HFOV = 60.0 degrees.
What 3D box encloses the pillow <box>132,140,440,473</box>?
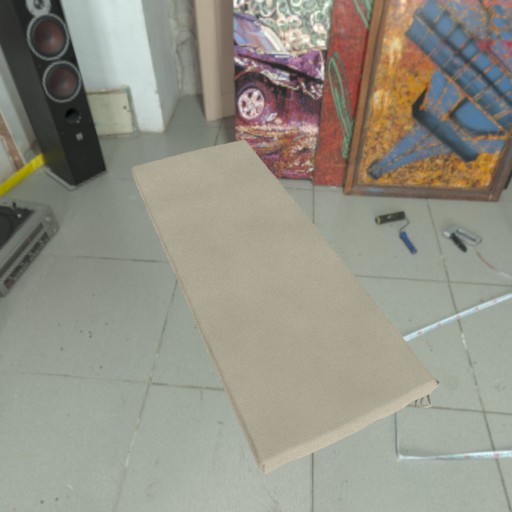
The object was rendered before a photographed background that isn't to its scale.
[{"bbox_3d":[0.000,0.000,1.343,0.492,0.081,1.187,-18,49,-16],"label":"pillow"}]
